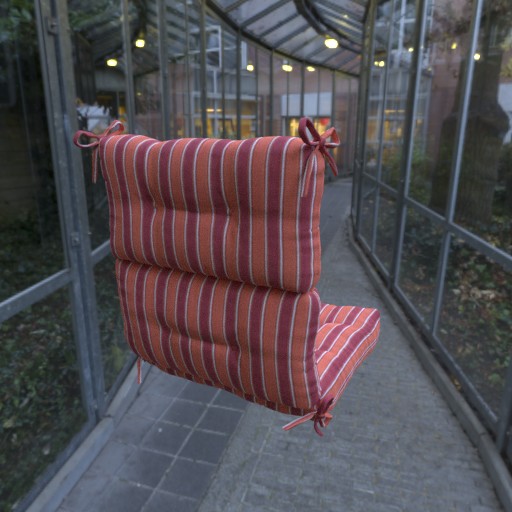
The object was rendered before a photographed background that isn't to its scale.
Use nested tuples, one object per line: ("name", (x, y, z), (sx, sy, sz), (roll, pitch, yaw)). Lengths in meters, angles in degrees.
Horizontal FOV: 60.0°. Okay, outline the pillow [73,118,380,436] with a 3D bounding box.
("pillow", (0.000, 0.000, 1.036), (0.519, 0.605, 0.571), (9, 18, 28))
